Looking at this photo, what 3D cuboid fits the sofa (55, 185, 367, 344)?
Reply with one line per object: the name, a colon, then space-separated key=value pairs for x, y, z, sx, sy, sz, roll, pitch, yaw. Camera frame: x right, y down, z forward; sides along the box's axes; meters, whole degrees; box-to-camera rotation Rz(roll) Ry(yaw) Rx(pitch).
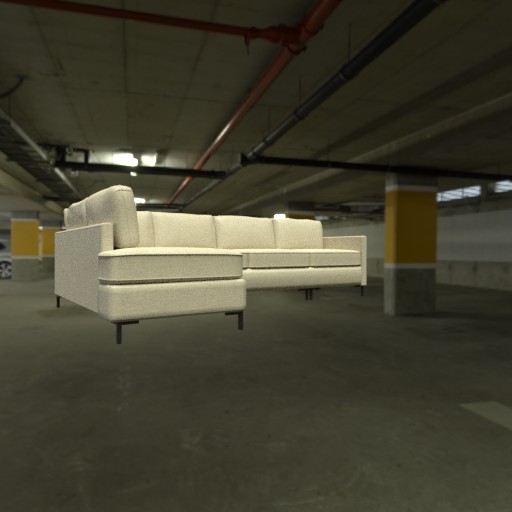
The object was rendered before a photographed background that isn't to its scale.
sofa: x=0.000 y=0.000 z=4.336 sx=3.384 sy=0.996 sz=2.048 roll=0 pitch=1 yaw=-34
